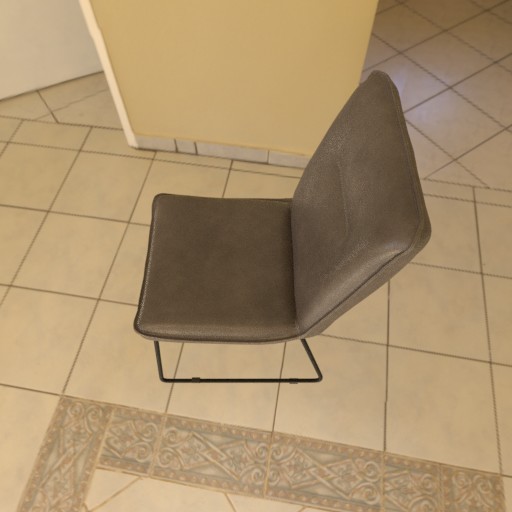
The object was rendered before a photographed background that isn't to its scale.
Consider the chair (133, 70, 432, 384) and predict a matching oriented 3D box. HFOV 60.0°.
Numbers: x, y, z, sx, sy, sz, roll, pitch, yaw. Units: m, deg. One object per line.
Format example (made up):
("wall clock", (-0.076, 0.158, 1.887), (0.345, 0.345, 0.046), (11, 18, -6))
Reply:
("chair", (0.000, 0.000, 1.328), (0.688, 0.932, 0.515), (0, 59, 0))
